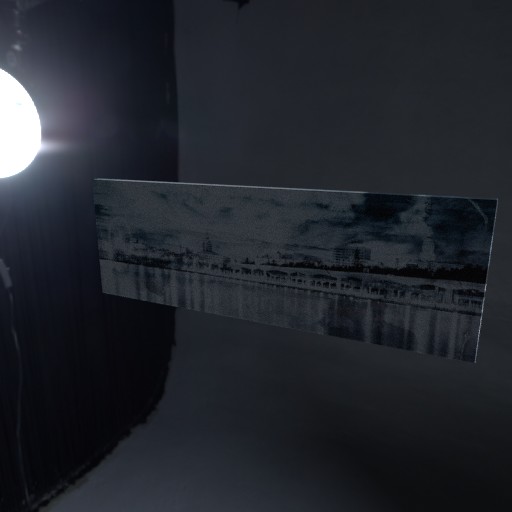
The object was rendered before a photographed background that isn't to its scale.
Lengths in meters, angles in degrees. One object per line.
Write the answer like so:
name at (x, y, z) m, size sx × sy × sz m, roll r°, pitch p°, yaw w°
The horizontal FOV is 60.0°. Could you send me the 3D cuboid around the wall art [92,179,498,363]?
wall art at (0.000, 0.000, 1.644) m, size 1.524 × 0.509 × 0.037 m, roll 7°, pitch 16°, yaw 25°
